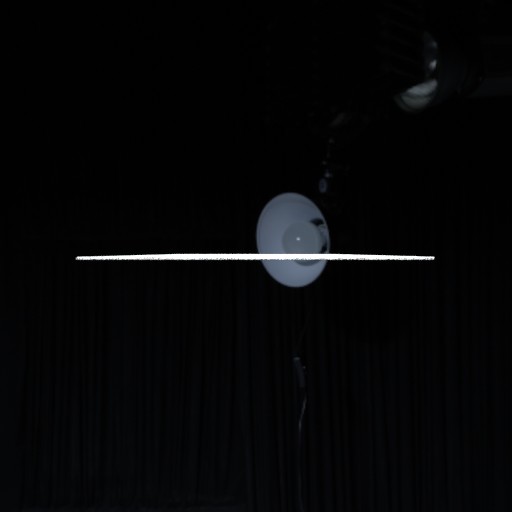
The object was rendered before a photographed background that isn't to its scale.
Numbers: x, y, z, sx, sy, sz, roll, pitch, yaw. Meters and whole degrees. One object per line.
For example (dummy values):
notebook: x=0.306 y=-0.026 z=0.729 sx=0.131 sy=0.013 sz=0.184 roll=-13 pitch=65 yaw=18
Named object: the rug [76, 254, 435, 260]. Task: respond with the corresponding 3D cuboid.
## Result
rug: x=0.000 y=0.000 z=3.103 sx=1.530 sy=0.012 sz=2.444 roll=0 pitch=0 yaw=0
